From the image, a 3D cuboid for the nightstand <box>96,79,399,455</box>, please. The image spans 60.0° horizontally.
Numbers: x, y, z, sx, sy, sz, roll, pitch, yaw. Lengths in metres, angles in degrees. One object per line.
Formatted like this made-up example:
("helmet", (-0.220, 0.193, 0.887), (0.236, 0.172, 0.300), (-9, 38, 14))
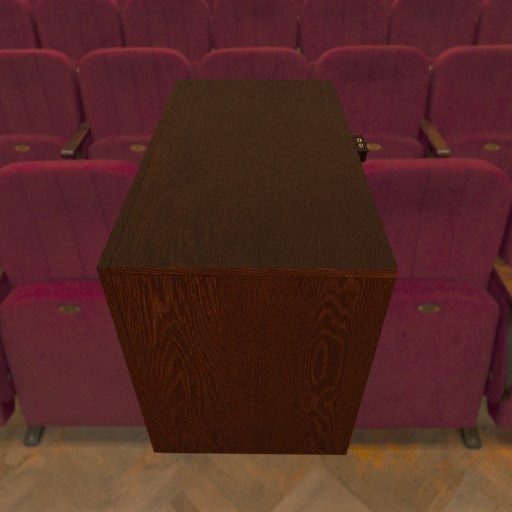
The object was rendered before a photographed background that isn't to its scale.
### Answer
("nightstand", (0.000, 0.000, 1.117), (0.457, 0.612, 0.775), (0, 40, 0))
